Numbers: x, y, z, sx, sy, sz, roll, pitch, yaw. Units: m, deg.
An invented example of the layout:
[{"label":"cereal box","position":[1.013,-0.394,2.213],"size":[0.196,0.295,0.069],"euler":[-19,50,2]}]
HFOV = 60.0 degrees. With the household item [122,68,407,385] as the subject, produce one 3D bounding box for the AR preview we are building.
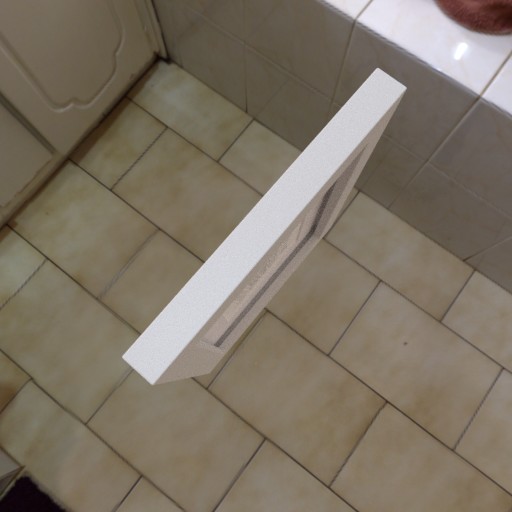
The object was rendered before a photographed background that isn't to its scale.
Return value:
[{"label":"household item","position":[0.000,0.000,0.344],"size":[0.045,0.250,0.200],"euler":[39,79,9]}]
